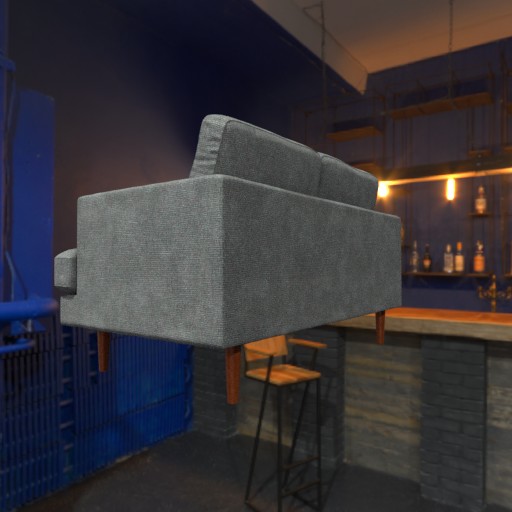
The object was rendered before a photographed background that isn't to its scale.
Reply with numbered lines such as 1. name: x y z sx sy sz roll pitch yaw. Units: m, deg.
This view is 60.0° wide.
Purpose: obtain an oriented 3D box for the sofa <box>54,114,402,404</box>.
1. sofa: 0.000 0.000 2.152 0.903 0.956 1.582 -1 -1 37
